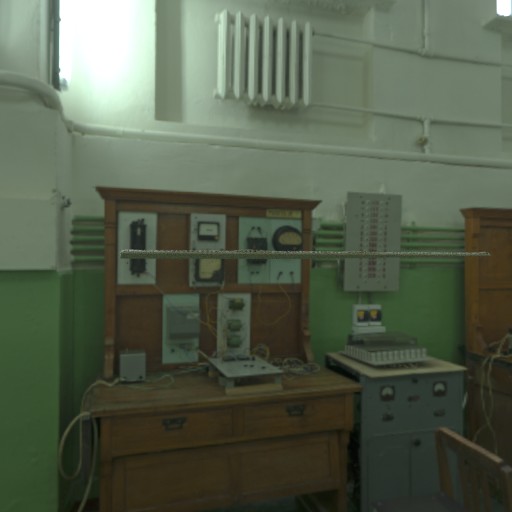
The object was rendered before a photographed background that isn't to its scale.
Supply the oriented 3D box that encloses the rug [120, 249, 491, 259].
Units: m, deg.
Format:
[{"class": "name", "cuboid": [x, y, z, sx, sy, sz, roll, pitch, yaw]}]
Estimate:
[{"class": "rug", "cuboid": [0.000, 0.000, 4.127, 2.429, 0.030, 3.052, 0, -1, -17]}]
